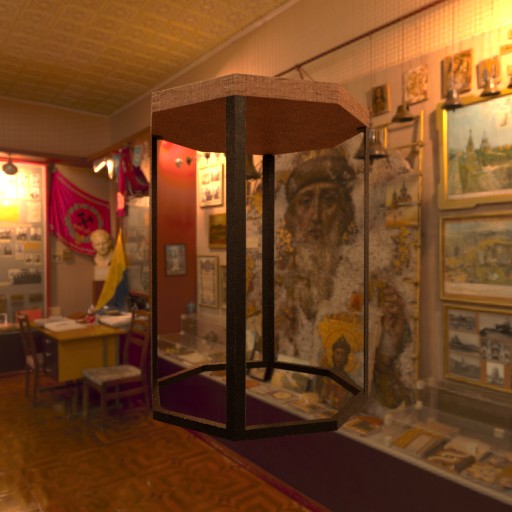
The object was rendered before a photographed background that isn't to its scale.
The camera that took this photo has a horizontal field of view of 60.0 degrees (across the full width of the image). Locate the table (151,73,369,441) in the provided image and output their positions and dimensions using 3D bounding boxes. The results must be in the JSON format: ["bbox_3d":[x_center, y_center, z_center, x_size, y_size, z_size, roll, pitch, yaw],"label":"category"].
[{"bbox_3d":[0.000,0.000,0.881,0.437,0.553,0.437,-1,1,-37],"label":"table"}]
